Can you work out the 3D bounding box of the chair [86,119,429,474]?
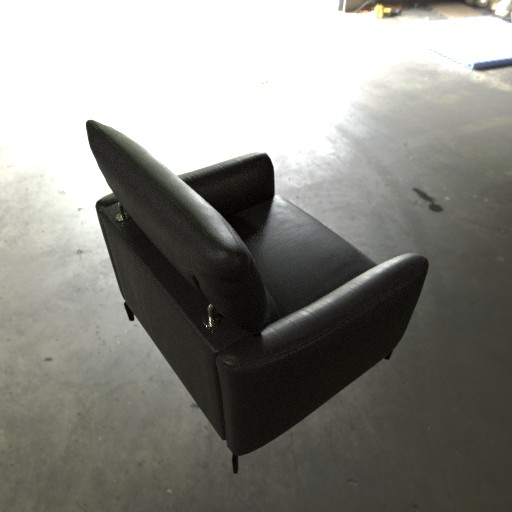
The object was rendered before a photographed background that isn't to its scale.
[{"bbox_3d":[0.000,0.000,1.599,0.809,0.949,0.976,-26,48,-26],"label":"chair"}]
